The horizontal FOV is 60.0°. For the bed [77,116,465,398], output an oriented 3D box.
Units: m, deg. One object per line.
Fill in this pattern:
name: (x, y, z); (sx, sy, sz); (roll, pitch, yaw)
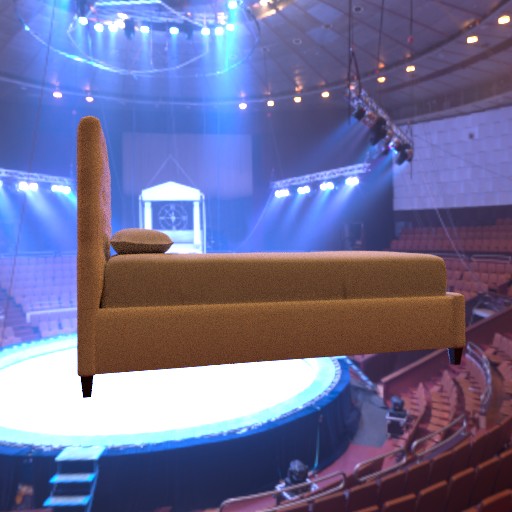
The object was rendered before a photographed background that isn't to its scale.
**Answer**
bed: (0.000, 0.000, 3.355); (2.387, 1.427, 1.698); (0, 0, -17)
